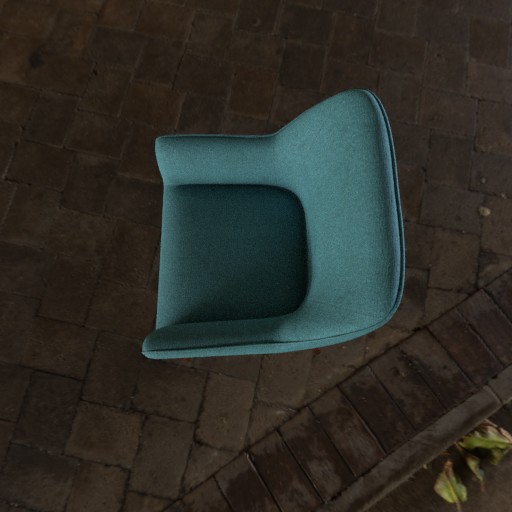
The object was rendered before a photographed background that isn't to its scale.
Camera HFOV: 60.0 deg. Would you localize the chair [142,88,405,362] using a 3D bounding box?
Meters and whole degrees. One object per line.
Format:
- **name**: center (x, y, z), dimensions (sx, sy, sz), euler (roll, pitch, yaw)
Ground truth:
- **chair**: center (0.000, 0.000, 1.174), dimensions (0.519, 0.803, 0.543), euler (0, 73, 0)
